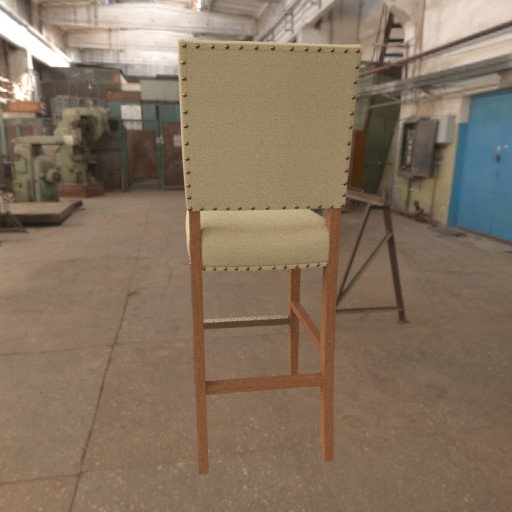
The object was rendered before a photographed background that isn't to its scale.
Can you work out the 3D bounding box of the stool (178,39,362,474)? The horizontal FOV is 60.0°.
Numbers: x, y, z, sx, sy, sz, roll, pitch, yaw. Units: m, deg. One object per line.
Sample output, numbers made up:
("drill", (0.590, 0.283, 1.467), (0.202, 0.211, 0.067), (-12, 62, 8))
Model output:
("stool", (0.000, 0.000, 1.430), (0.445, 1.168, 0.584), (-2, 15, -8))
